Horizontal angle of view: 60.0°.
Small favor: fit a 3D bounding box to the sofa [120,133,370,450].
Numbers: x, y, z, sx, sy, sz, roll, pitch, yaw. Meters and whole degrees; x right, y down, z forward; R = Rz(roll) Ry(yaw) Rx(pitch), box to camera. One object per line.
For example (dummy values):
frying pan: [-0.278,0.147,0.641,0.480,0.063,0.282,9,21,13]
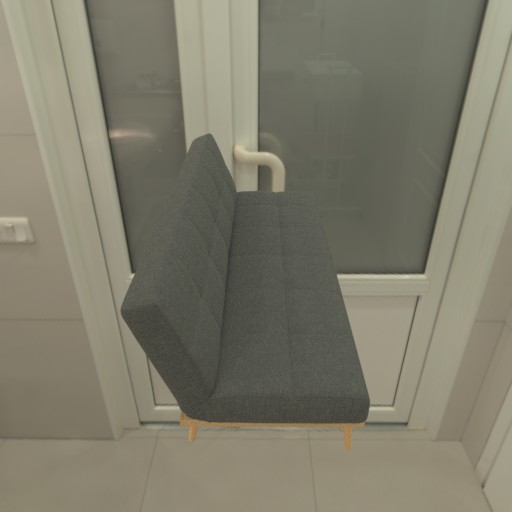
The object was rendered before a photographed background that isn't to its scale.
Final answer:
sofa: [0.000,0.000,2.267,0.820,0.770,1.820,0,31,0]
